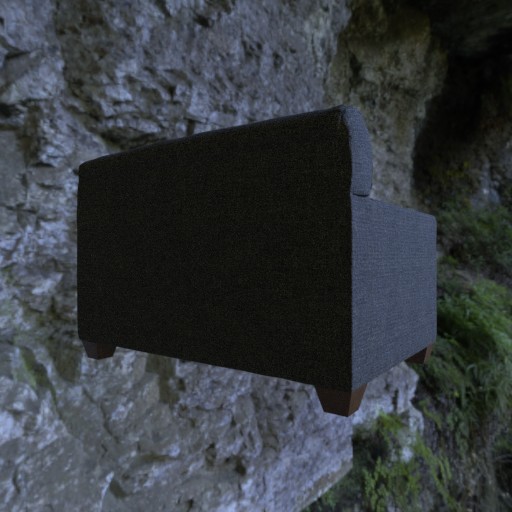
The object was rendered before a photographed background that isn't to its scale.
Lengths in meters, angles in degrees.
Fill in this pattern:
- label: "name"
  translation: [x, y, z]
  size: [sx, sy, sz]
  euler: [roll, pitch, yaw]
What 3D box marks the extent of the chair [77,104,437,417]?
- label: "chair"
  translation: [0.000, 0.000, 2.047]
  size: [1.383, 0.948, 1.000]
  euler: [0, 0, 36]
